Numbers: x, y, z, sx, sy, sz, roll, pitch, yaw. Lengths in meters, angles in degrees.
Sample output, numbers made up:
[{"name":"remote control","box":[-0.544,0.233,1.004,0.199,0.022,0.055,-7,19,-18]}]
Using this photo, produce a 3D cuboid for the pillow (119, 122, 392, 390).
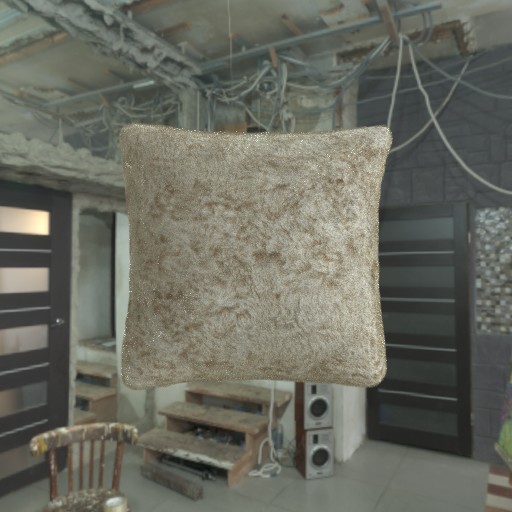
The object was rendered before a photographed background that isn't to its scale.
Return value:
[{"name":"pillow","box":[0.000,0.000,0.845,0.538,0.525,0.216,0,-2,0]}]
